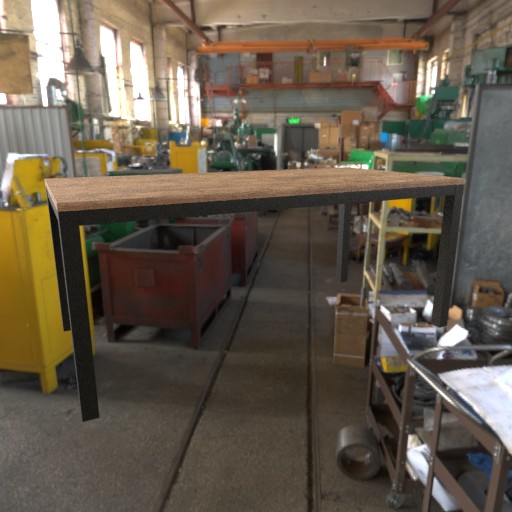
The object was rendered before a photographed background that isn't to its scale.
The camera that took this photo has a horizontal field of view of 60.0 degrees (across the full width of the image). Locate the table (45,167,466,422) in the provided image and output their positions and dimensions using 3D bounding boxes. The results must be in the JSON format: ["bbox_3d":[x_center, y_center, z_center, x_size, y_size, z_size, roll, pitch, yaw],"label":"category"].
[{"bbox_3d":[0.000,0.000,2.219,1.805,0.767,0.893,-8,17,-26],"label":"table"}]
